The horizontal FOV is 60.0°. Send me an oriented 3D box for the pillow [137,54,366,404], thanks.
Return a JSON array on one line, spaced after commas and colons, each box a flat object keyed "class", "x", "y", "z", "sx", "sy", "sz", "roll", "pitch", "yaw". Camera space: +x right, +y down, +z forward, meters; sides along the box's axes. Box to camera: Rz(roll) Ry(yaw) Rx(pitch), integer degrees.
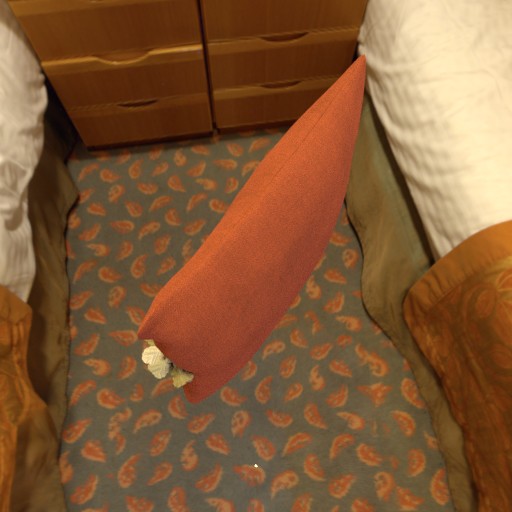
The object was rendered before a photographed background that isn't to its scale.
[{"class": "pillow", "x": 0.000, "y": 0.000, "z": 0.730, "sx": 0.165, "sy": 0.482, "sz": 0.490, "roll": 32, "pitch": 69, "yaw": 14}]
